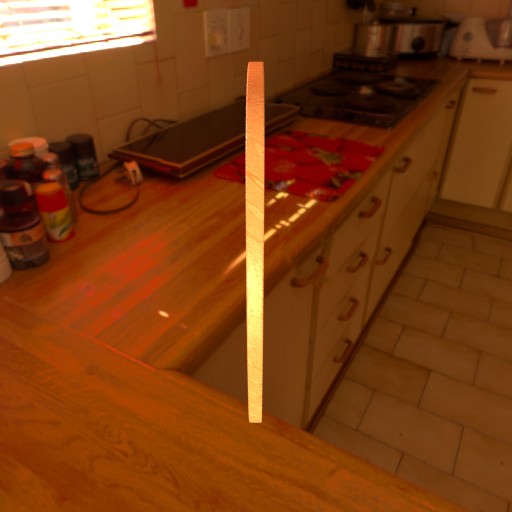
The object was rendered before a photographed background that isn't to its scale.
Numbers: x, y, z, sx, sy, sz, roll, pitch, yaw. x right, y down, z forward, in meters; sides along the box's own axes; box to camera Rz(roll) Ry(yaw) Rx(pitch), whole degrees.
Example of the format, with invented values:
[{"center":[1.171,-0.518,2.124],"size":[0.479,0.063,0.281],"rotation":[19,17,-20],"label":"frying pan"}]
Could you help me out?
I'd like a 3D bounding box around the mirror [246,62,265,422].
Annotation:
[{"center":[0.000,0.000,1.340],"size":[0.037,1.075,0.724],"rotation":[0,33,0],"label":"mirror"}]
